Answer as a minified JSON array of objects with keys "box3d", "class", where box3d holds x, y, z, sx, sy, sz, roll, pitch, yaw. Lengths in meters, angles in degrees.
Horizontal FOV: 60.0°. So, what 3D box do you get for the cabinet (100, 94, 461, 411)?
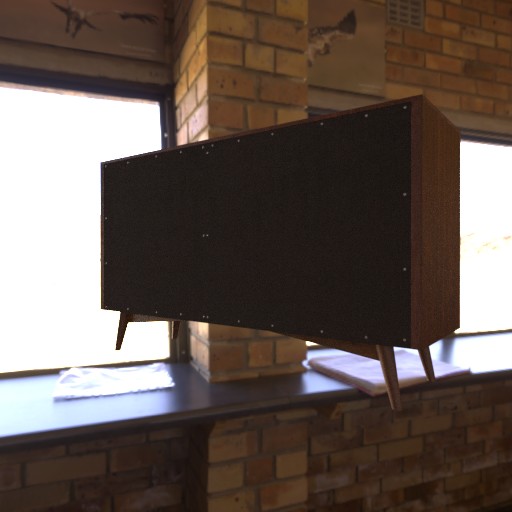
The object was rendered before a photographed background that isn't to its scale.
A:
[{"box3d":[0.000,0.000,1.953,1.575,0.940,0.505,0,0,37],"class":"cabinet"}]
